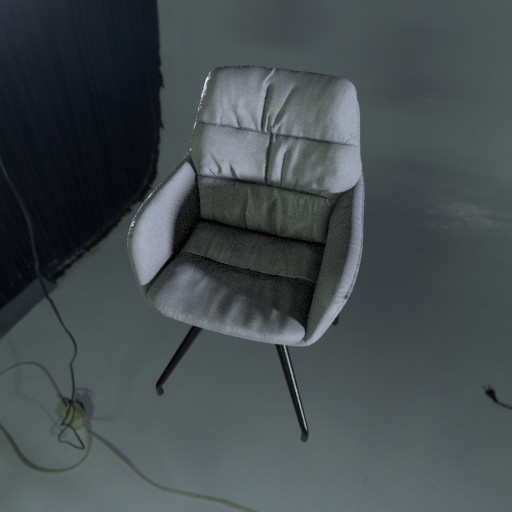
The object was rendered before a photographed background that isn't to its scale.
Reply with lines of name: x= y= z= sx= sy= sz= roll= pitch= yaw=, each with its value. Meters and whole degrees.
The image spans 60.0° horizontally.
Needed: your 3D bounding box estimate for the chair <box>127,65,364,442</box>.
chair: x=0.000 y=0.000 z=1.265 sx=0.579 sy=0.888 sz=0.569 roll=13 pitch=43 yaw=14
